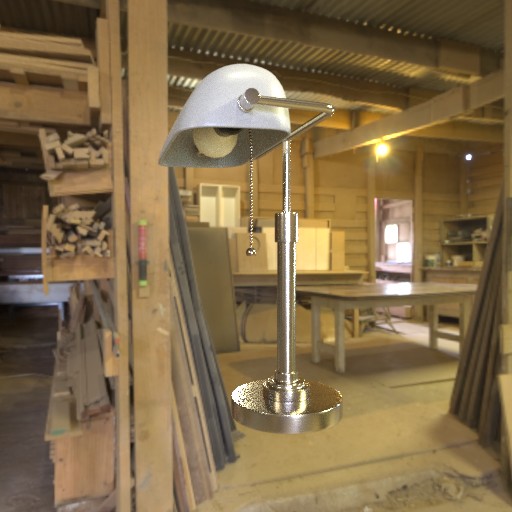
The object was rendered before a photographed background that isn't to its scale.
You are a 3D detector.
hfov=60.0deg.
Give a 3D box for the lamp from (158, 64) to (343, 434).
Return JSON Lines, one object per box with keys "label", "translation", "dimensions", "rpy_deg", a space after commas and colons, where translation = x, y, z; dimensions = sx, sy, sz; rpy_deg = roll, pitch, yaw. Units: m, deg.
{"label": "lamp", "translation": [0.000, 0.000, 0.559], "dimensions": [0.227, 0.404, 0.269], "rpy_deg": [0, 1, -19]}
